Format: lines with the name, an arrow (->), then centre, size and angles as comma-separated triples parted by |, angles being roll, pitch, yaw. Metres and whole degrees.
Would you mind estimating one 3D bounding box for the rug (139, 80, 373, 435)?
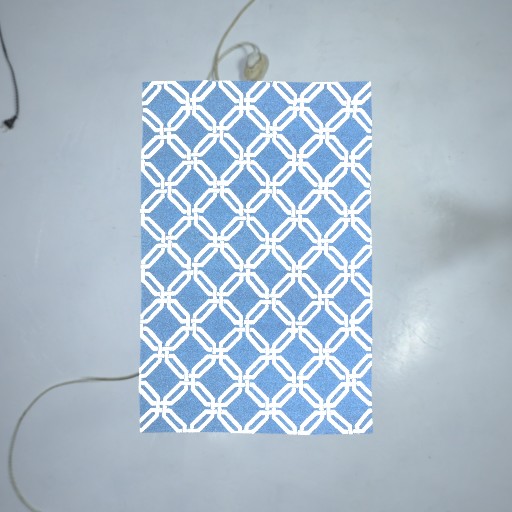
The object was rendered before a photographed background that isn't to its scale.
rug -> 0.000, 0.000, 2.195 | 1.153, 0.010, 1.755 | 0, 89, 0
